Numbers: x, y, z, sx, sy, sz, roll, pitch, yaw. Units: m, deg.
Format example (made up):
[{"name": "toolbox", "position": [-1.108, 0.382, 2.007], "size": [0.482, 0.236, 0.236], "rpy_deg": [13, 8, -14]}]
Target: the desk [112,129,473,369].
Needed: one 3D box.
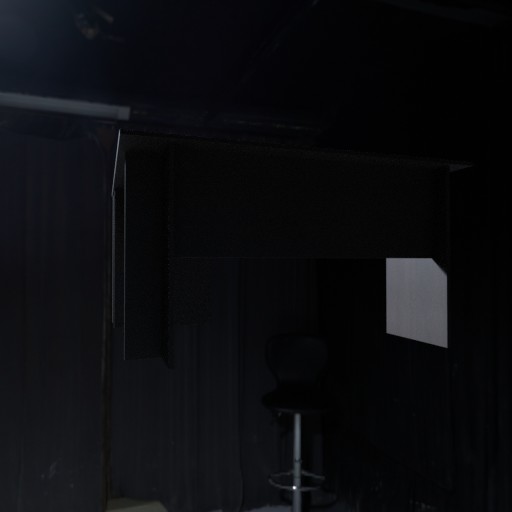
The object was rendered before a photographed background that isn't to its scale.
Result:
[{"name": "desk", "position": [0.000, 0.000, 2.136], "size": [1.303, 0.716, 1.361], "rpy_deg": [0, -1, -19]}]
